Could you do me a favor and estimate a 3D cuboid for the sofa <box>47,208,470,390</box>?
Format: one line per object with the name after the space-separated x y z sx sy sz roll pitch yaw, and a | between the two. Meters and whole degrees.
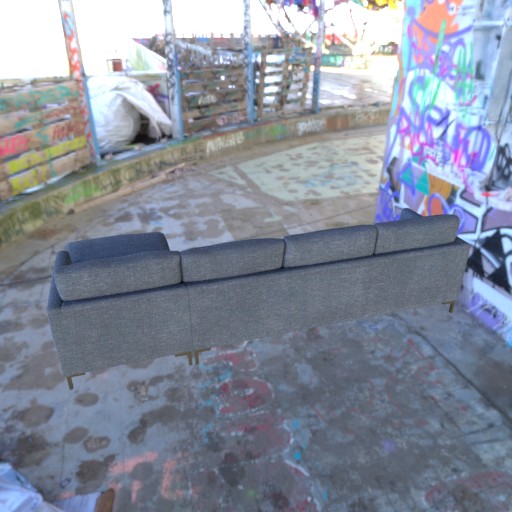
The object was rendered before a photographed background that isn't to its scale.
0.000 0.000 3.505 2.932 0.810 1.350 -8 28 -15 | sofa
